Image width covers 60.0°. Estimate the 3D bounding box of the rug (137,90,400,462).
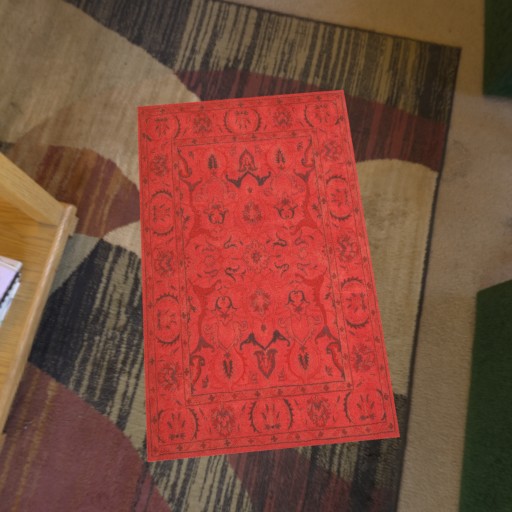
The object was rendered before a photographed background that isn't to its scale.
[{"bbox_3d":[0.000,0.000,2.980,1.534,0.010,2.423,-5,76,-1],"label":"rug"}]
